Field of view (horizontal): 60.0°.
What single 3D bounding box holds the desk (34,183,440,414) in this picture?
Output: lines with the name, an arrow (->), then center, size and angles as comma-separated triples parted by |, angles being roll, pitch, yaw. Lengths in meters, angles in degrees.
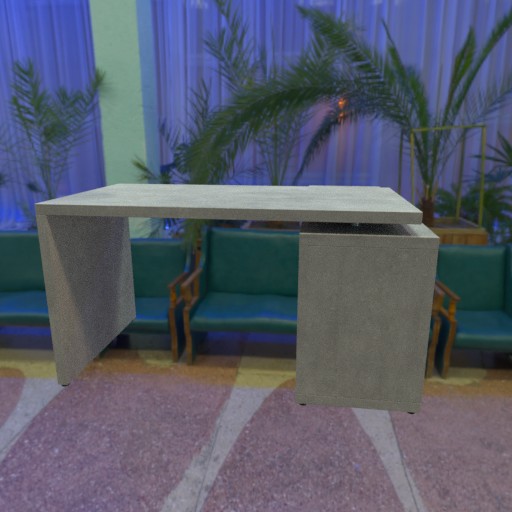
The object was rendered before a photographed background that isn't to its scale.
desk -> 0.000, 0.000, 2.311 | 1.400, 0.740, 1.500 | 2, 15, 8
